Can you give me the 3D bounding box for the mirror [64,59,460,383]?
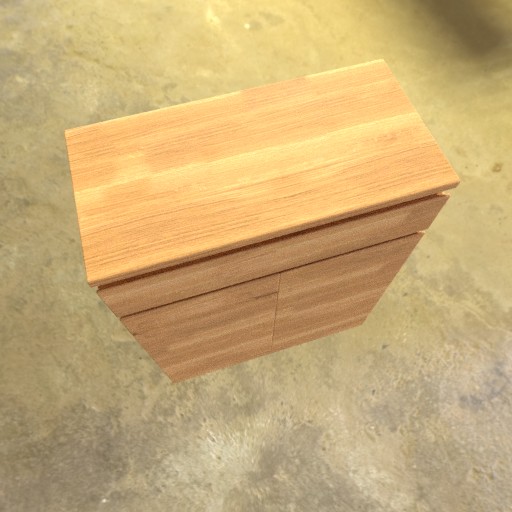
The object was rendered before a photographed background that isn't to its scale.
[{"bbox_3d":[0.000,0.000,1.432,0.800,1.000,0.400,-16,64,-8],"label":"mirror"}]
